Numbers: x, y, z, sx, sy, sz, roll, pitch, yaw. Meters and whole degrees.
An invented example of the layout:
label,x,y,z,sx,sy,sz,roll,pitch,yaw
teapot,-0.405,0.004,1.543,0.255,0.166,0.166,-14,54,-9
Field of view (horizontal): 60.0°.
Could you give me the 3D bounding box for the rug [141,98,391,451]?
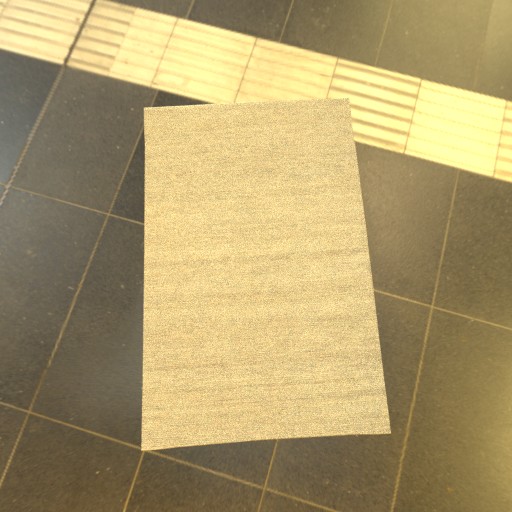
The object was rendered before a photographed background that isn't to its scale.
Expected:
label,x,y,z,sx,sy,sz,roll,pitch,yaw
rug,0.000,0.000,2.306,1.179,0.022,1.820,-3,76,-1
